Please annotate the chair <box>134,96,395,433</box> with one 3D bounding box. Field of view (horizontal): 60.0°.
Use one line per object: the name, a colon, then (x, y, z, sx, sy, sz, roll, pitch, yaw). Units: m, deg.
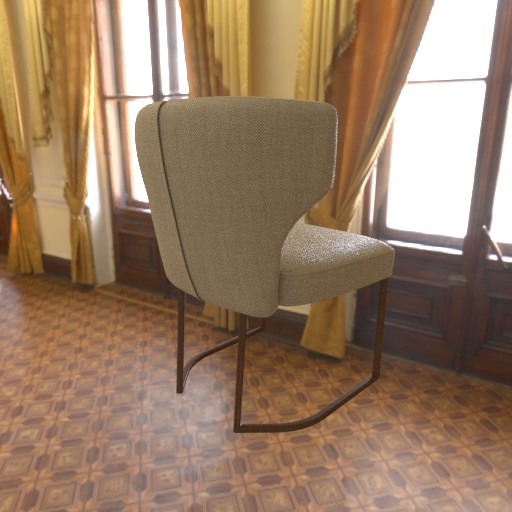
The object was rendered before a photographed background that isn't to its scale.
chair: (0.000, 0.000, 1.266, 0.611, 0.824, 0.617, 15, 22, 43)
